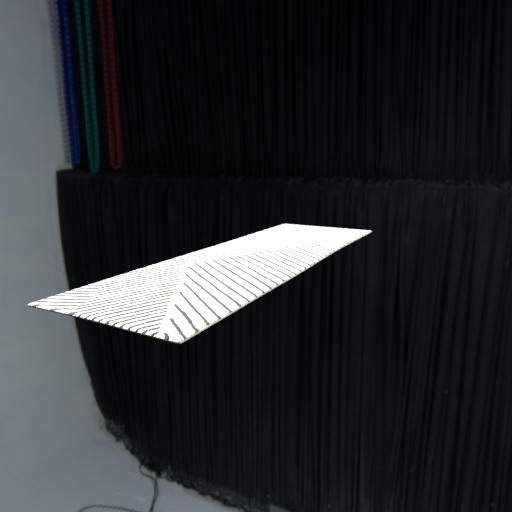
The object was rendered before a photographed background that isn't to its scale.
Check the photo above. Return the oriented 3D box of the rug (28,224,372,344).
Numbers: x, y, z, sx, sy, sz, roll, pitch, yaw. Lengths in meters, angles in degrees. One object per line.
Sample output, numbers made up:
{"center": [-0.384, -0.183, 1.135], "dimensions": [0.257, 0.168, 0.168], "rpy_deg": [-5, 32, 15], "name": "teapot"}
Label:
{"center": [0.000, 0.000, 2.645], "dimensions": [0.773, 0.020, 2.439], "rpy_deg": [7, 15, 28], "name": "rug"}
